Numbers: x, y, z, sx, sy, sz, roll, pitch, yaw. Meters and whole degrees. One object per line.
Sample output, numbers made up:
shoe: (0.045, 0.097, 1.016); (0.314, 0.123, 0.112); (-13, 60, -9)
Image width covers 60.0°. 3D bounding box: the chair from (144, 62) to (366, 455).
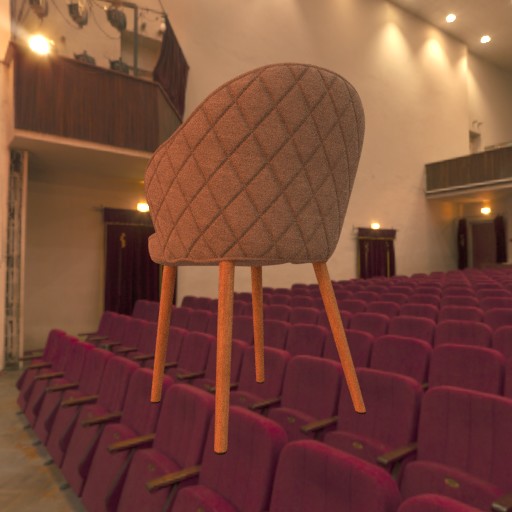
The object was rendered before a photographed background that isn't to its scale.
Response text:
chair: (0.000, 0.000, 1.154); (0.540, 0.800, 0.530); (1, -2, -36)
